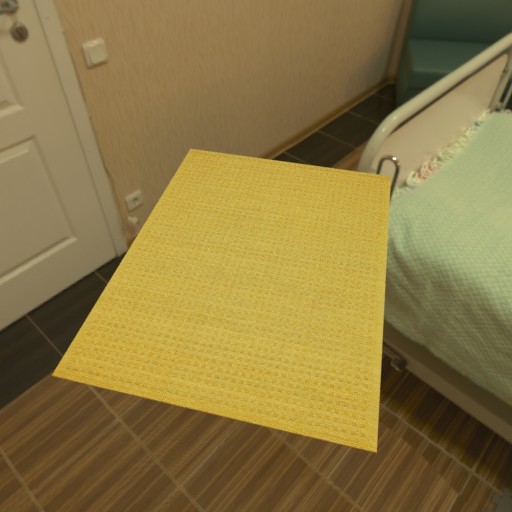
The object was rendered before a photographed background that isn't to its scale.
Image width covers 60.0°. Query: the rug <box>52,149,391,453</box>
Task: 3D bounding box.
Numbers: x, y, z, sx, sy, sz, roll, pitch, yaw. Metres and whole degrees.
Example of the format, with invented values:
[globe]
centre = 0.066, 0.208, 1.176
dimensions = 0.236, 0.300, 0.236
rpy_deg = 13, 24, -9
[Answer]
[rug]
centre = 0.000, 0.000, 4.333
dimensions = 2.486, 0.015, 3.242
rpy_deg = 10, 47, 9
